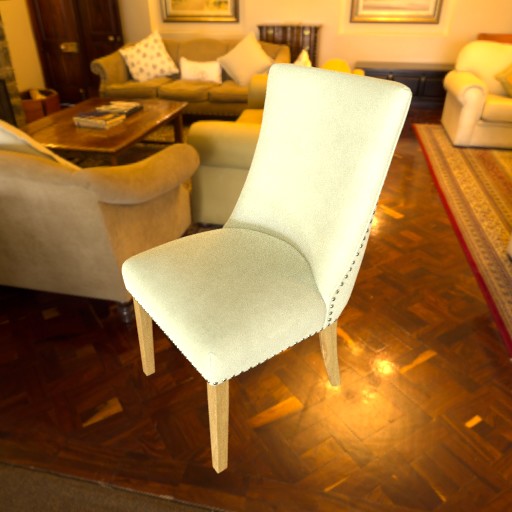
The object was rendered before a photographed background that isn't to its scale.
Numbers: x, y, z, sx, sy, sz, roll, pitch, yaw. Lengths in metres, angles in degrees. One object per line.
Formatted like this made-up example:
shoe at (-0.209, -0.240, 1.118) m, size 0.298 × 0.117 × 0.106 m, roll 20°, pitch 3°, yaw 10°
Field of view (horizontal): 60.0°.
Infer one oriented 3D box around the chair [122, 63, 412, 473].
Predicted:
chair at (0.000, 0.000, 1.221) m, size 0.610 × 0.902 × 0.495 m, roll -21°, pitch 37°, yaw -31°
